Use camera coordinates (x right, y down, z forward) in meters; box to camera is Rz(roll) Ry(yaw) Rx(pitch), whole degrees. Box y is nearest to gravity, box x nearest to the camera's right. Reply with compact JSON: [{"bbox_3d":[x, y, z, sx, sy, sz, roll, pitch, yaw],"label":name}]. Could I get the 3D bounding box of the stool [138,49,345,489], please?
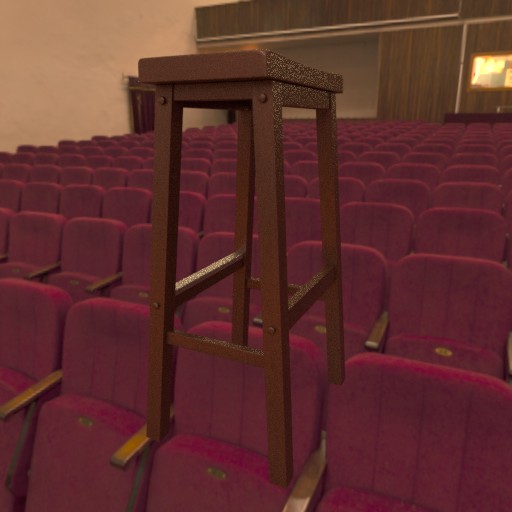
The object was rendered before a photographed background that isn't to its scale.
[{"bbox_3d":[0.000,0.000,0.945,0.322,0.742,0.406,8,18,25],"label":"stool"}]
